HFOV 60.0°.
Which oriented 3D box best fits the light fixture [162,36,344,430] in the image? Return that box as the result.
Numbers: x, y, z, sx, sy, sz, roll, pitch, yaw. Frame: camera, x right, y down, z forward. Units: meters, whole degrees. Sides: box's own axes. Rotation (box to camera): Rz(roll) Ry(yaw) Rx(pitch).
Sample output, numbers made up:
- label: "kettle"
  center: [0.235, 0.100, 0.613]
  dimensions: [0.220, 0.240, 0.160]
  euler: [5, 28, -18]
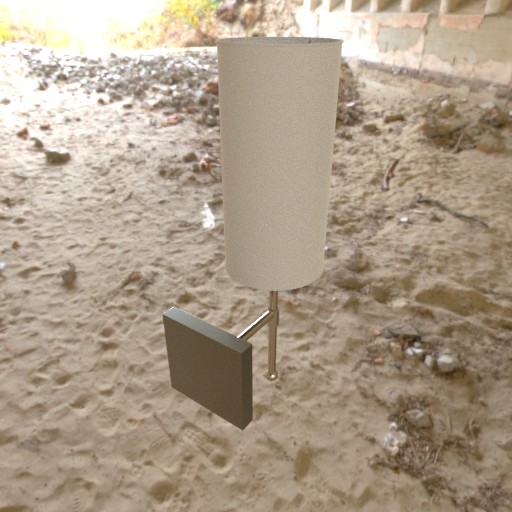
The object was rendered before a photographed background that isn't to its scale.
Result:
- label: "light fixture"
  center: [0.000, 0.000, 0.530]
  dimensions: [0.128, 0.462, 0.208]
  euler: [19, 34, 31]
